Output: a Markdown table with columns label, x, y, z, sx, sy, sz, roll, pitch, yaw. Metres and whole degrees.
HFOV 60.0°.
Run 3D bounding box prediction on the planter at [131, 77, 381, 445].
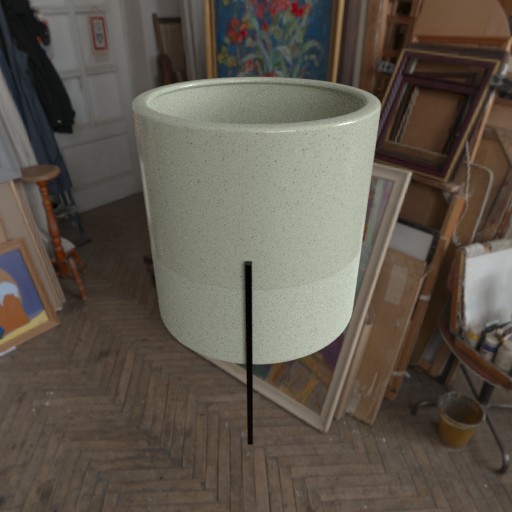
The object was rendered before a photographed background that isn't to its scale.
| label | x | y | z | sx | sy | sz | roll | pitch | yaw |
| --- | --- | --- | --- | --- | --- | --- | --- | --- | --- |
| planter | 0.000 | 0.000 | 0.689 | 0.314 | 0.475 | 0.323 | 2 | 31 | 3 |
